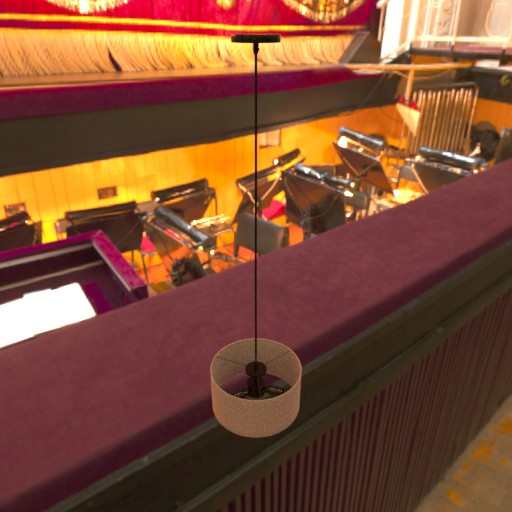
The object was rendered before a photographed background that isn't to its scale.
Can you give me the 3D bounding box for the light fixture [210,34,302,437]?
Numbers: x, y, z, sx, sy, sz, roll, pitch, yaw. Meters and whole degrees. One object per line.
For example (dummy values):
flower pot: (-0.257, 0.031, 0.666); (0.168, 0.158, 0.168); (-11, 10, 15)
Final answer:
light fixture: (0.000, 0.000, 1.694); (0.399, 1.516, 0.399); (0, 27, 0)
